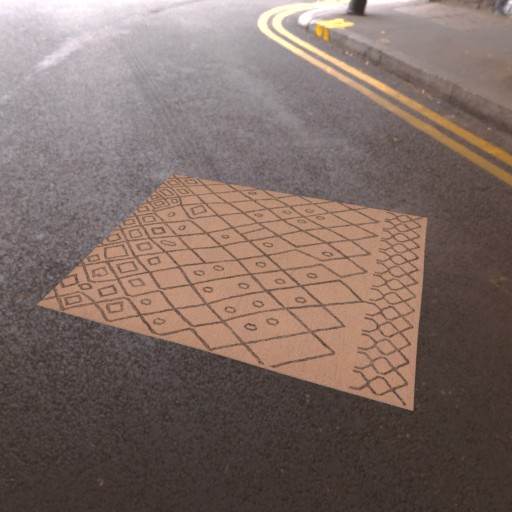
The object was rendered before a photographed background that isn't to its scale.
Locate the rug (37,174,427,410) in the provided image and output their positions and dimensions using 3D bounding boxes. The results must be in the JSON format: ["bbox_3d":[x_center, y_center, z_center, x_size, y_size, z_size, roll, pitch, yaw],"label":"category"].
[{"bbox_3d":[0.000,0.000,4.233,3.046,0.015,2.446,12,40,15],"label":"rug"}]
